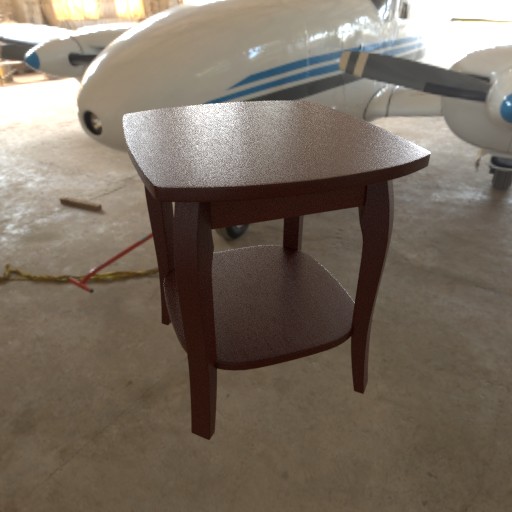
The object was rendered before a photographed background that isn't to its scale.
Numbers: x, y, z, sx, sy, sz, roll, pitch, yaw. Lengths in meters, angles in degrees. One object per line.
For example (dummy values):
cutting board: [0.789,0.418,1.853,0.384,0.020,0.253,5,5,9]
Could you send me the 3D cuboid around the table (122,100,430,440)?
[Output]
table: [0.000,0.000,0.885,0.433,0.496,0.502,-10,31,-17]
